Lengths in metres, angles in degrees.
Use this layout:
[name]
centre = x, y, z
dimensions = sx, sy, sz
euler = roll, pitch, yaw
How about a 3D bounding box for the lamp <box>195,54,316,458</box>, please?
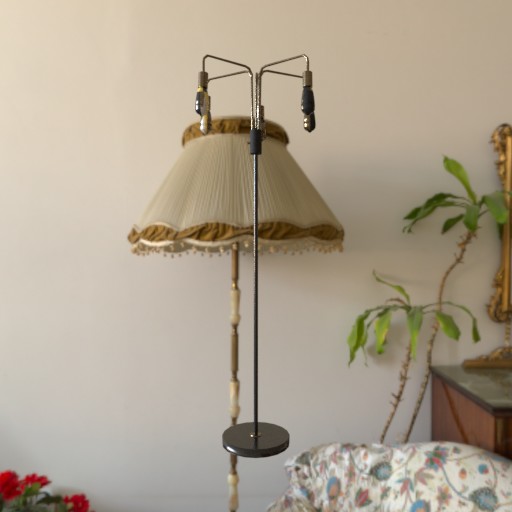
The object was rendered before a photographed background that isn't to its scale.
[lamp]
centre = 0.000, 0.000, 2.027
dimensions = 0.599, 1.721, 0.572
euler = 0, 1, -36
